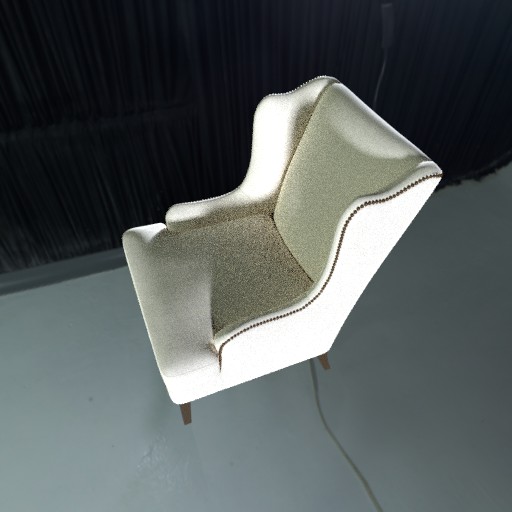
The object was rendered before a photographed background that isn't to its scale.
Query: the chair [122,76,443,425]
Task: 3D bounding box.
[{"bbox_3d":[0.000,0.000,1.725,0.940,1.029,0.737,-17,49,-15],"label":"chair"}]
